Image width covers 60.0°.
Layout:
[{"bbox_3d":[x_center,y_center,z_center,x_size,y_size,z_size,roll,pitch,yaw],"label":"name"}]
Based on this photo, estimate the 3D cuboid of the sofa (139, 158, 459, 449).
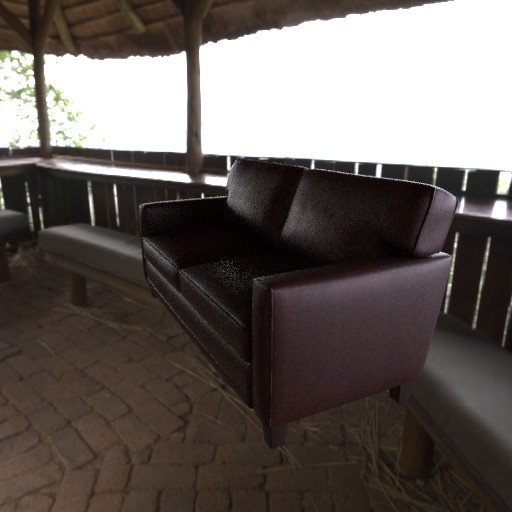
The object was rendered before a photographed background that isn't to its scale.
[{"bbox_3d":[0.000,0.000,2.404,0.912,0.928,1.876,-8,18,-26],"label":"sofa"}]
